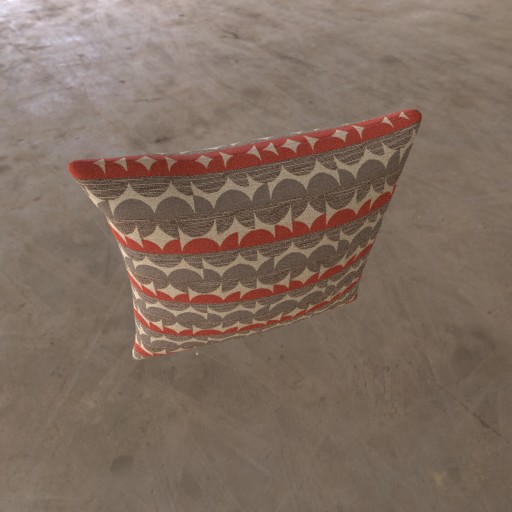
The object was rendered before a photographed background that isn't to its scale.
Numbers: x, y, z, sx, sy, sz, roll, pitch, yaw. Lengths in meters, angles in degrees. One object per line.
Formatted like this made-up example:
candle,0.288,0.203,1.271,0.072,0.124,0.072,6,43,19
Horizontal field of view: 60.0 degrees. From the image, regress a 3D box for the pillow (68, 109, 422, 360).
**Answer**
pillow,0.000,0.000,0.645,0.420,0.410,0.180,-12,44,-13
